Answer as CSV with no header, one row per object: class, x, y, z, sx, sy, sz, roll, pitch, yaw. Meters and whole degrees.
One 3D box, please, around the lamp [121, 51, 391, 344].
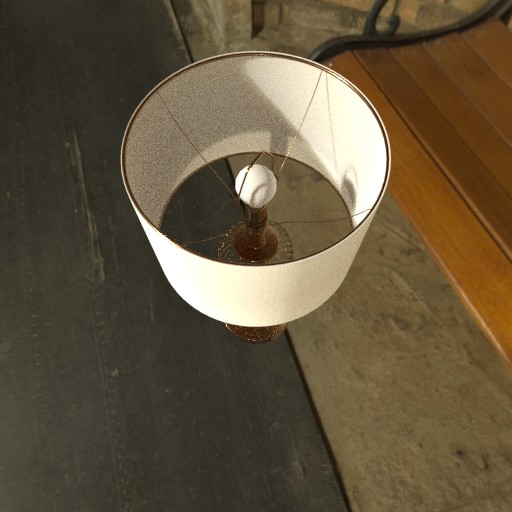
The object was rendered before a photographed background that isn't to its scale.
lamp,0.000,0.000,0.634,0.252,0.483,0.252,32,69,14
